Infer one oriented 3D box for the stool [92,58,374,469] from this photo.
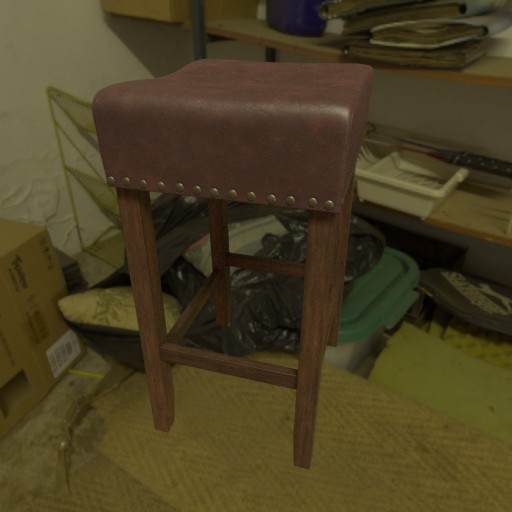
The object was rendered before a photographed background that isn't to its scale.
[{"bbox_3d":[0.000,0.000,0.997,0.401,0.769,0.465,8,31,14],"label":"stool"}]
